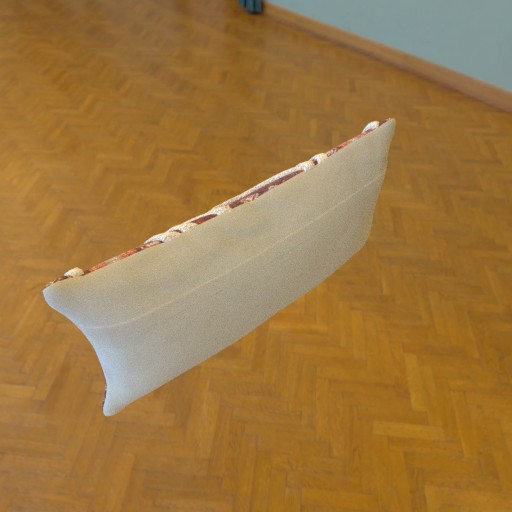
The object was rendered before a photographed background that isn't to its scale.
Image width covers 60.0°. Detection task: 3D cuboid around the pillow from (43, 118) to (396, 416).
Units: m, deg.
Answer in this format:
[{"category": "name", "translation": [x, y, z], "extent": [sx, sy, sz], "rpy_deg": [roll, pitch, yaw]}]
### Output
[{"category": "pillow", "translation": [0.000, 0.000, 0.713], "extent": [0.608, 0.295, 0.161], "rpy_deg": [-31, 52, -27]}]
